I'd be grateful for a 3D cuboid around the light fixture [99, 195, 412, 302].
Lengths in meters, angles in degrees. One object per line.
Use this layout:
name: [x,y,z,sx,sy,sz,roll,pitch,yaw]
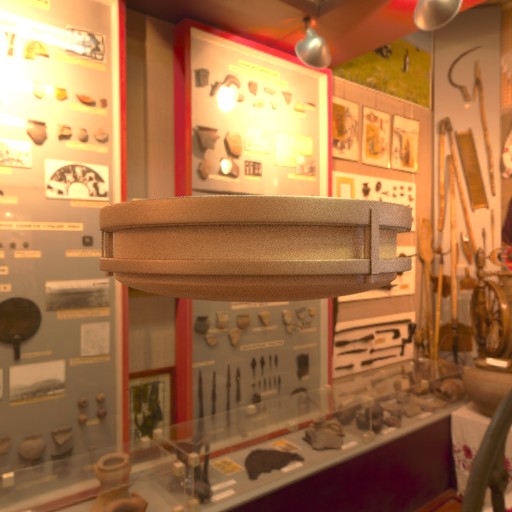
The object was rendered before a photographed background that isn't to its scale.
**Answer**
light fixture: [0.000,0.000,0.533,0.356,0.102,0.356,0,0,0]
